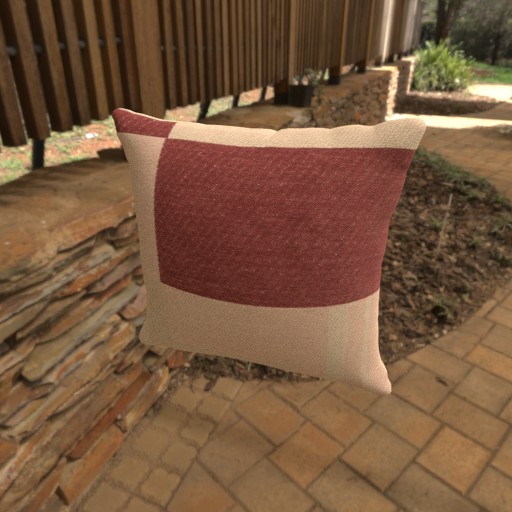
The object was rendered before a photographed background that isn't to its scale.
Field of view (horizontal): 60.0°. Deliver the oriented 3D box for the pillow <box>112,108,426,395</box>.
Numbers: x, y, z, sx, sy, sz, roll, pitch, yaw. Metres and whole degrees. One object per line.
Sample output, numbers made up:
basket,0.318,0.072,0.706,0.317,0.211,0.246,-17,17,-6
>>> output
pillow,0.000,0.000,0.799,0.536,0.506,0.229,8,28,16
